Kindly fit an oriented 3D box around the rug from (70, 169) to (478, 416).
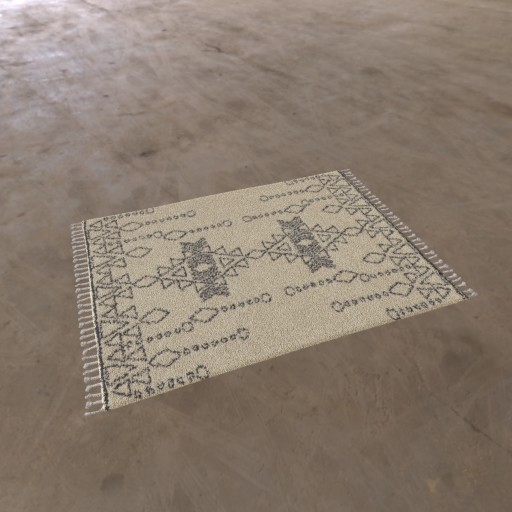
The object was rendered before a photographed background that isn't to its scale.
[{"bbox_3d":[0.000,0.000,3.874,3.027,0.028,2.125,-14,43,-15],"label":"rug"}]
